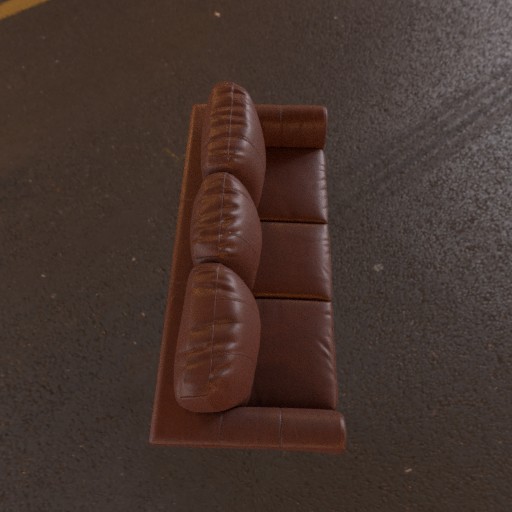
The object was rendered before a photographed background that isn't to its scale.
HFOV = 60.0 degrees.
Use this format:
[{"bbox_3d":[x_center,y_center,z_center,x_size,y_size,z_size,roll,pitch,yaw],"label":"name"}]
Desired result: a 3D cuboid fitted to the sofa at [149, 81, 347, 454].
[{"bbox_3d":[0.000,0.000,2.289,0.802,0.915,1.862,1,63,1],"label":"sofa"}]
